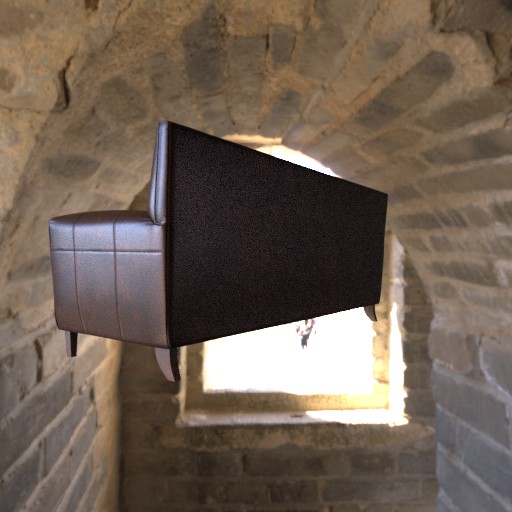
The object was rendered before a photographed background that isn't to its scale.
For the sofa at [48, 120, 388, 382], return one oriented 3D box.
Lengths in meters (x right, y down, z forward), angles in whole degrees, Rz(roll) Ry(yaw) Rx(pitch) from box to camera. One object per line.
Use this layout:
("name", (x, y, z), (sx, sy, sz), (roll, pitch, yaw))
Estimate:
("sofa", (0.000, 0.000, 2.453), (0.786, 0.871, 1.995), (0, -1, 36))
